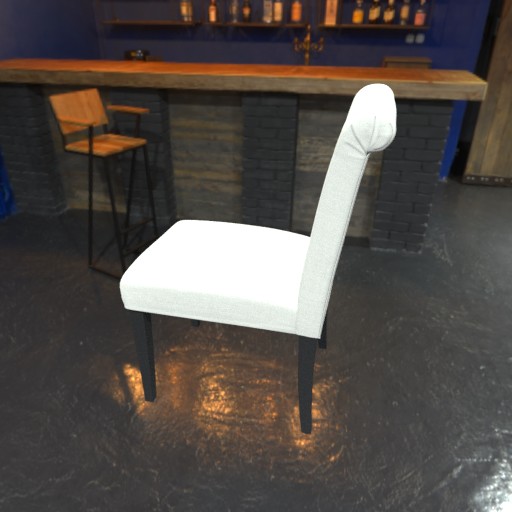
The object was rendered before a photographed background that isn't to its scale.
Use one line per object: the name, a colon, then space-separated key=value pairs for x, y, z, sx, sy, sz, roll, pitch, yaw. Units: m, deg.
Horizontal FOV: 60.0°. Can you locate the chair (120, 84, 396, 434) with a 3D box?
chair: x=0.000 y=0.000 z=1.379 sx=0.708 sy=0.976 sz=0.452 roll=7 pitch=30 yaw=13
